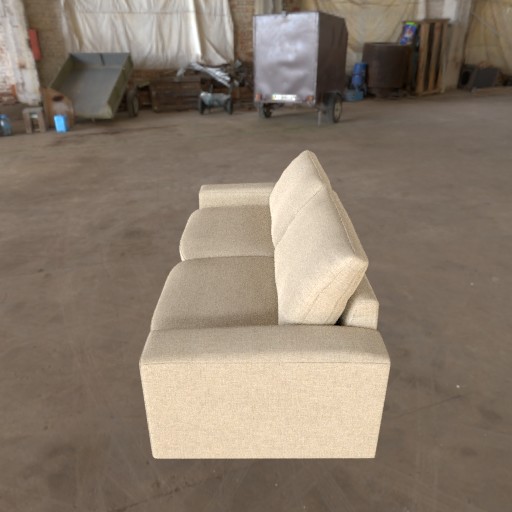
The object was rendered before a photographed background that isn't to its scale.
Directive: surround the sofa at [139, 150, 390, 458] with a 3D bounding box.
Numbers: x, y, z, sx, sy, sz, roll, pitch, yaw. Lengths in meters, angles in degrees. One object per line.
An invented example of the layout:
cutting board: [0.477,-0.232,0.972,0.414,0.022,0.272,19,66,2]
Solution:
sofa: [0.000,0.000,2.777,1.040,0.922,2.299,0,26,0]
